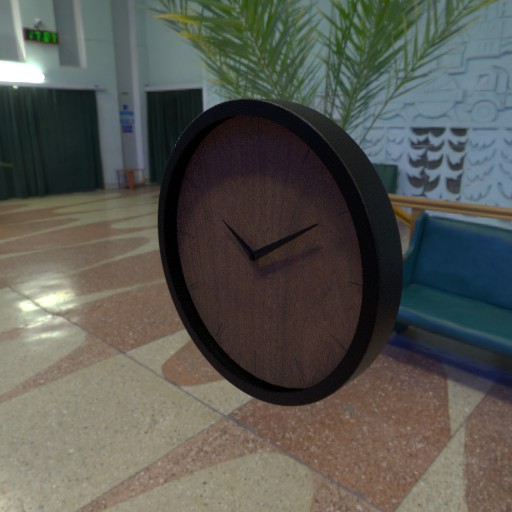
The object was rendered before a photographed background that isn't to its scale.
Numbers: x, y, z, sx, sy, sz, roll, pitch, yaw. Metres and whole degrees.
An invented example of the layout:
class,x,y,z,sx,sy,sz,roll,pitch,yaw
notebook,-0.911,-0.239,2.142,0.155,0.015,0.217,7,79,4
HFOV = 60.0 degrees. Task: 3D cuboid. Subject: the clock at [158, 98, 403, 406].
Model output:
class,x,y,z,sx,sy,sz,roll,pitch,yaw
clock,0.000,0.000,0.469,0.040,0.314,0.314,-16,23,-43
